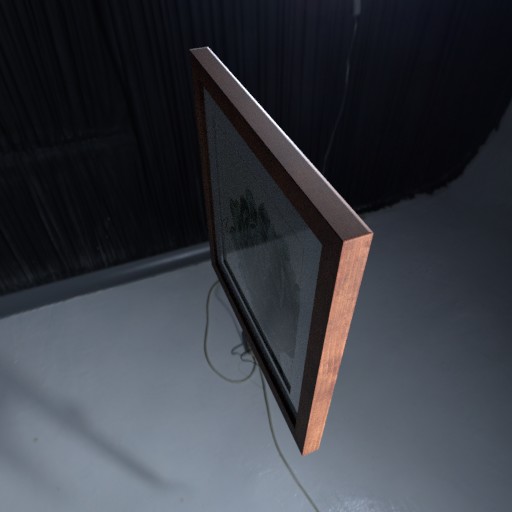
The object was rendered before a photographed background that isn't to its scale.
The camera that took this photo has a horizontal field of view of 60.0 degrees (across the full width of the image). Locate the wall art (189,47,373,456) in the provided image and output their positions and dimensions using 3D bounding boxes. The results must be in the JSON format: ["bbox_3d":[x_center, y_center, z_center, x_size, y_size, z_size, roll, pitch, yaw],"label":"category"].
[{"bbox_3d":[0.000,0.000,0.840,0.037,0.572,0.554,-16,48,-16],"label":"wall art"}]
